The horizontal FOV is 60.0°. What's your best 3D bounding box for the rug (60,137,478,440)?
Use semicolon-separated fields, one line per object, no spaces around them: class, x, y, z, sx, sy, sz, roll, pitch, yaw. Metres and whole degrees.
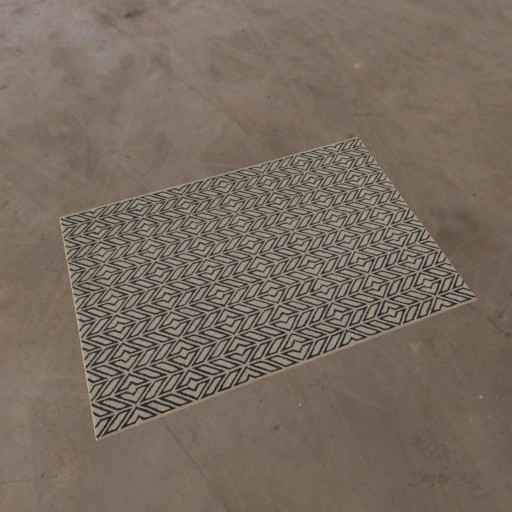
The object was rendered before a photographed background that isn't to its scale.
rug;0.000;0.000;2.276;1.828;0.007;1.220;-17;58;-11
